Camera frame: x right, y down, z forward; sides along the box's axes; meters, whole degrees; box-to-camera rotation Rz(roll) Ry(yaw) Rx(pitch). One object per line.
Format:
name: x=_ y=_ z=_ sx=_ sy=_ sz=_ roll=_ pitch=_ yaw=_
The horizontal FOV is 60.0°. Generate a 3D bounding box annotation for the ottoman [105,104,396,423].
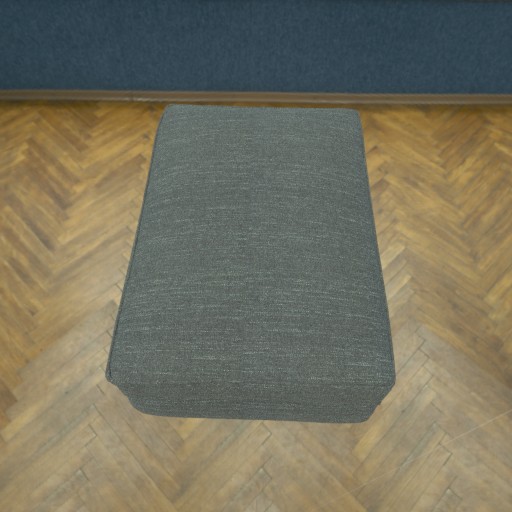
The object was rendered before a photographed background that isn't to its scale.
ottoman: x=0.000 y=0.000 z=0.997 sx=0.508 sy=0.406 sz=0.686 roll=2 pitch=57 yaw=1
